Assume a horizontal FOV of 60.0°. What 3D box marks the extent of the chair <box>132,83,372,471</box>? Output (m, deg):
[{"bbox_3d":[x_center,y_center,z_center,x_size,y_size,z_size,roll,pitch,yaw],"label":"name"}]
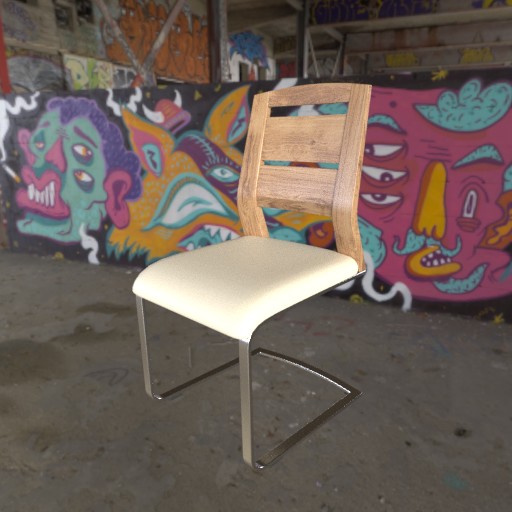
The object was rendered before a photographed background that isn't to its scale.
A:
[{"bbox_3d":[0.000,0.000,1.266,0.457,0.955,0.561,14,20,42],"label":"chair"}]
